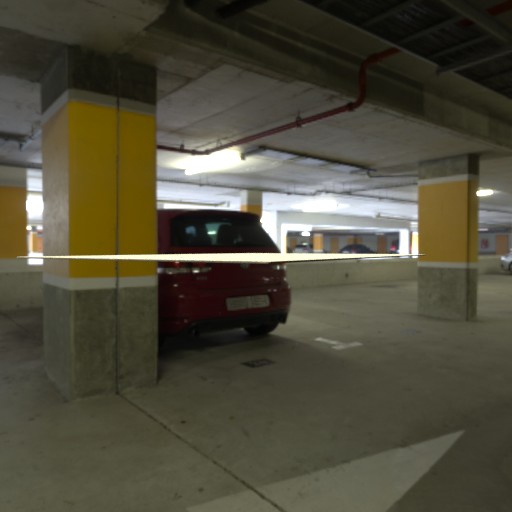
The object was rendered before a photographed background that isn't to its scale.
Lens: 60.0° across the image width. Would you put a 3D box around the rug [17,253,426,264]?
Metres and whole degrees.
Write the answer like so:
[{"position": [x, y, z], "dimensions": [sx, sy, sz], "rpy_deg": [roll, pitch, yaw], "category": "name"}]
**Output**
[{"position": [0.000, 0.000, 2.857], "dimensions": [1.593, 0.008, 2.238], "rpy_deg": [1, 1, 34], "category": "rug"}]
